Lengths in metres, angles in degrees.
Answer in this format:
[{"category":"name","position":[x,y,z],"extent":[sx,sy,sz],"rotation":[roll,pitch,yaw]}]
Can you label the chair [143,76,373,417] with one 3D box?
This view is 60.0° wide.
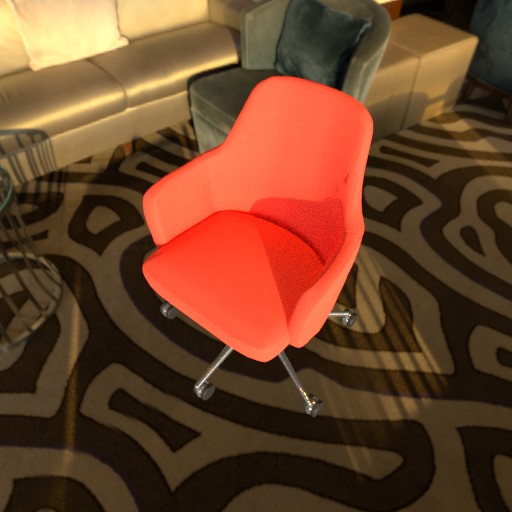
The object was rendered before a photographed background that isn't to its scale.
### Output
[{"category":"chair","position":[0.000,0.000,1.272],"extent":[0.655,0.820,0.600],"rotation":[31,53,26]}]
